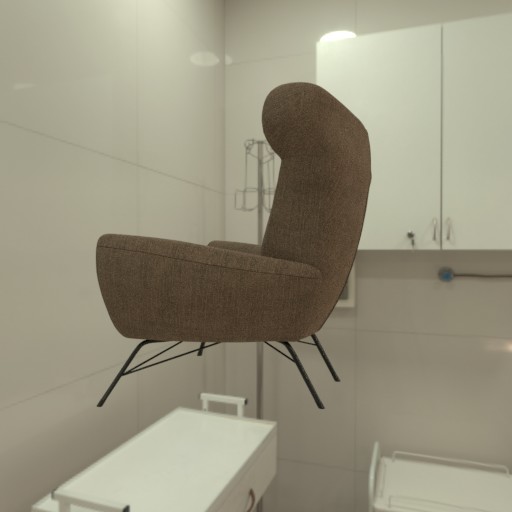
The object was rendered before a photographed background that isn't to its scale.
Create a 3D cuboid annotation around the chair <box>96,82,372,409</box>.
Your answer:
[{"bbox_3d":[0.000,0.000,1.786,0.900,1.040,0.980,0,0,19],"label":"chair"}]
